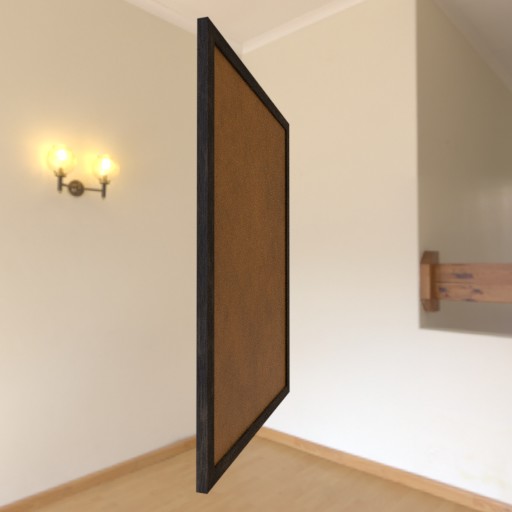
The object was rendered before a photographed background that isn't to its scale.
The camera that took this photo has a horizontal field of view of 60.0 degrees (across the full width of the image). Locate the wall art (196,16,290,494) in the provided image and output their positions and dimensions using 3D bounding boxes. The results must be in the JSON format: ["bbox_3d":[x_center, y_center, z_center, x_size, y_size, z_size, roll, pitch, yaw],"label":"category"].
[{"bbox_3d":[0.000,0.000,1.381,0.029,1.066,0.812,0,-1,17],"label":"wall art"}]
